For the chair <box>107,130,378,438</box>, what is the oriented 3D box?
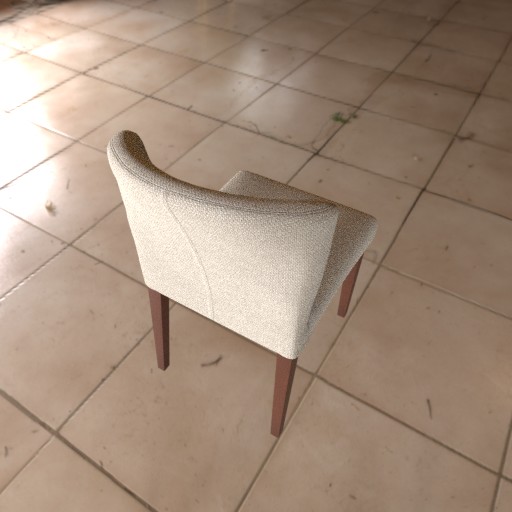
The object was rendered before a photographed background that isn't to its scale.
[{"bbox_3d":[0.000,0.000,1.187,0.491,0.839,0.589,23,51,21],"label":"chair"}]
